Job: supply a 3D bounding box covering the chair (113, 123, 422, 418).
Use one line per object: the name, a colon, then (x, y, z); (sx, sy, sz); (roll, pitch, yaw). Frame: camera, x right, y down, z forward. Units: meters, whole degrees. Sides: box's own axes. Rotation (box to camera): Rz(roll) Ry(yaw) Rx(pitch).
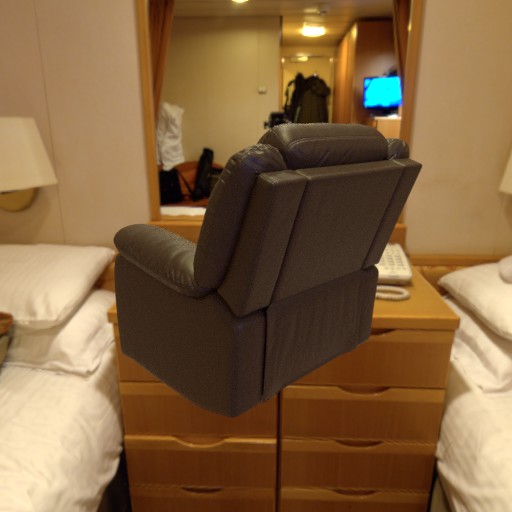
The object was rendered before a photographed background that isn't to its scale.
chair: (0.000, 0.000, 1.758); (0.899, 1.009, 0.934); (-15, 22, -42)
